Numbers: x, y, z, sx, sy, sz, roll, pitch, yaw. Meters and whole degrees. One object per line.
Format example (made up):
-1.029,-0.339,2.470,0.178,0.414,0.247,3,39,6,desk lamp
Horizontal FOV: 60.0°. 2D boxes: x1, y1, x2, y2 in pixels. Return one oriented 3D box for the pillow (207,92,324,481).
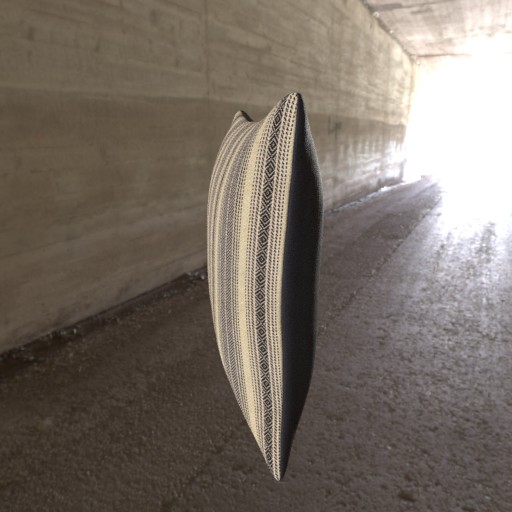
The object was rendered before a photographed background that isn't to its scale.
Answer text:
0.000,0.000,0.783,0.166,0.508,0.520,-2,16,-8,pillow
